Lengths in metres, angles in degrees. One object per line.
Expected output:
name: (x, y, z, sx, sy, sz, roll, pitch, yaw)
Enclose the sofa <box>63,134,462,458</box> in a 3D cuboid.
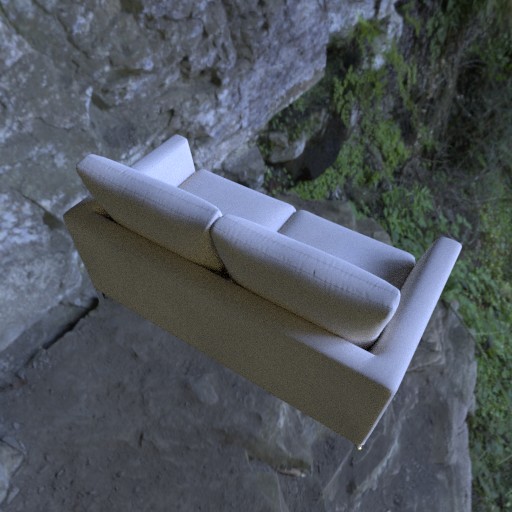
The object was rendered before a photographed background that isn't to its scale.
sofa: (0.000, 0.000, 2.278, 1.739, 0.995, 0.906, 25, 52, 21)
